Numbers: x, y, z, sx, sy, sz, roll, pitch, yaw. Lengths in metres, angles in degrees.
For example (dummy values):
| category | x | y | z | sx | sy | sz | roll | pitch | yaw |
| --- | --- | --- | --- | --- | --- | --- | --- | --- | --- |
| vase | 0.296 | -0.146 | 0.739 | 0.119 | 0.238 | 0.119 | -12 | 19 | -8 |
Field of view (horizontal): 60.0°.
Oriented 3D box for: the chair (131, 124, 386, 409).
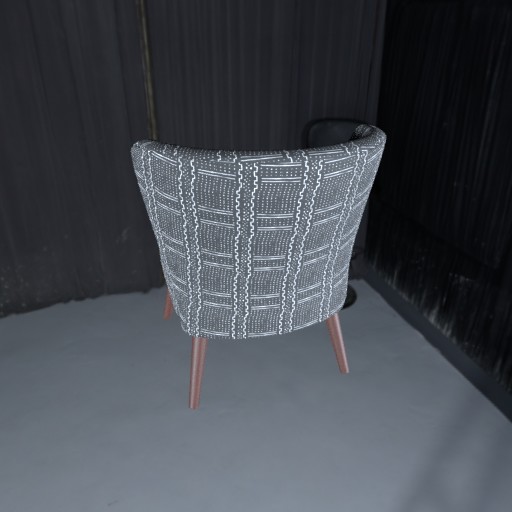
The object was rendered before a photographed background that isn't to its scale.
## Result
| category | x | y | z | sx | sy | sz | roll | pitch | yaw |
| --- | --- | --- | --- | --- | --- | --- | --- | --- | --- |
| chair | 0.000 | 0.000 | 1.461 | 0.710 | 0.866 | 0.758 | -8 | 28 | -16 |
